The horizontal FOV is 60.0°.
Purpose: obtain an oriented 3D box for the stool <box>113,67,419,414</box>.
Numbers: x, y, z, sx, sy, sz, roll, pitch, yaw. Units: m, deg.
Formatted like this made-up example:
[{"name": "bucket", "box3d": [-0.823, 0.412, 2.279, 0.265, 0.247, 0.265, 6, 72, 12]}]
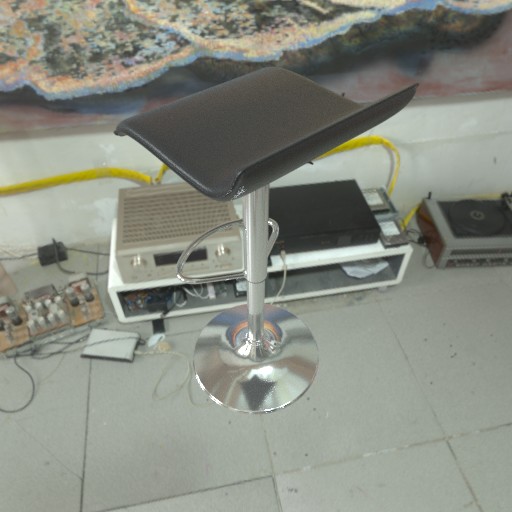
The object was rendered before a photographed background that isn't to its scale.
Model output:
[{"name": "stool", "box3d": [0.000, 0.000, 1.030, 0.381, 0.851, 0.381, -32, 54, -27]}]
